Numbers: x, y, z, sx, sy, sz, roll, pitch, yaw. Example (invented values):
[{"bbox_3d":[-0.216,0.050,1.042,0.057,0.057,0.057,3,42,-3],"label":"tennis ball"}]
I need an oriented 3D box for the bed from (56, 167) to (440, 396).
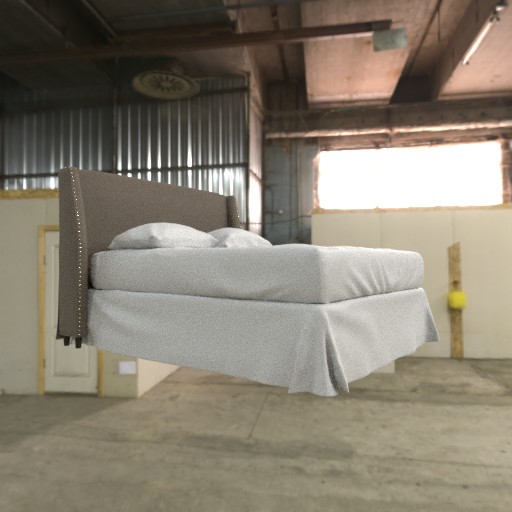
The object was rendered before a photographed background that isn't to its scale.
[{"bbox_3d":[0.000,0.000,3.356,2.276,1.332,1.925,0,-1,37],"label":"bed"}]
